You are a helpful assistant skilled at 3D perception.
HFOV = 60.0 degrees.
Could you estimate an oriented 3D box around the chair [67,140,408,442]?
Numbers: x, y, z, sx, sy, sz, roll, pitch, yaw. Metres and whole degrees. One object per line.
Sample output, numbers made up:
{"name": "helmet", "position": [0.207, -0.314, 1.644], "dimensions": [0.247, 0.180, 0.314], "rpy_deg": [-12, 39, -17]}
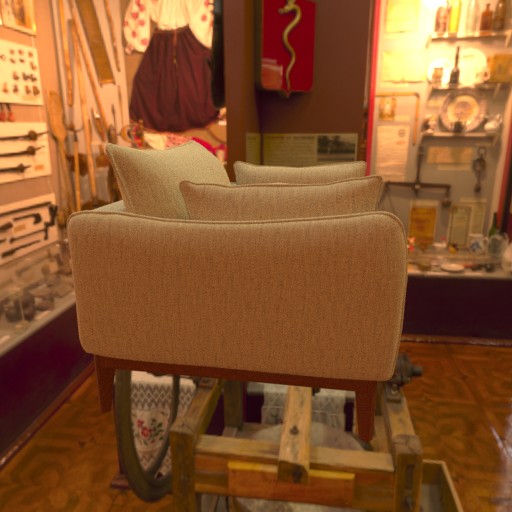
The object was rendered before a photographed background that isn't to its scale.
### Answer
{"name": "chair", "position": [0.000, 0.000, 1.697], "dimensions": [0.991, 0.855, 0.994], "rpy_deg": [3, 16, 9]}
